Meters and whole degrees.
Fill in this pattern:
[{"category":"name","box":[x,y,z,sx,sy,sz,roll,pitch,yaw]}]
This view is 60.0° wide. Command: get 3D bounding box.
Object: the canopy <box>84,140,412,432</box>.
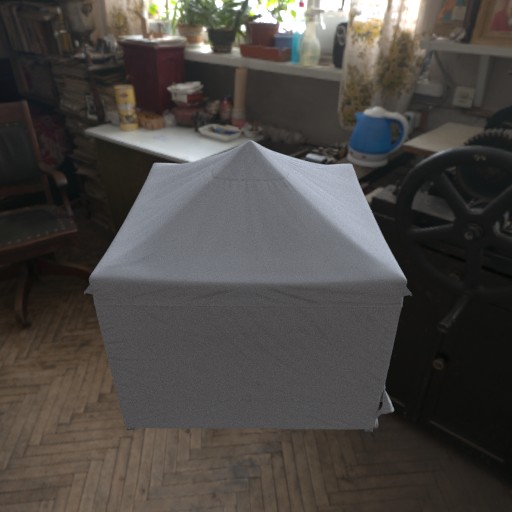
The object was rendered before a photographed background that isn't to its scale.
[{"category":"canopy","box":[0.000,0.000,5.623,3.121,2.997,3.043,0,33,0]}]
